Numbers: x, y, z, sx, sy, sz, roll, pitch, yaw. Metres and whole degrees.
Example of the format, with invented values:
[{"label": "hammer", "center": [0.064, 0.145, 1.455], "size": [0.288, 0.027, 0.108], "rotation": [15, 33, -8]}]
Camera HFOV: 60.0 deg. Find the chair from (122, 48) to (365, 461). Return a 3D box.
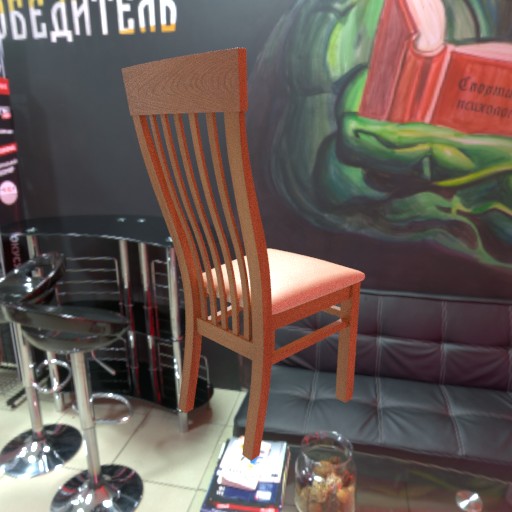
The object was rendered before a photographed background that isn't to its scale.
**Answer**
[{"label": "chair", "center": [0.000, 0.000, 1.348], "size": [0.450, 1.050, 0.580], "rotation": [15, 22, 43]}]
